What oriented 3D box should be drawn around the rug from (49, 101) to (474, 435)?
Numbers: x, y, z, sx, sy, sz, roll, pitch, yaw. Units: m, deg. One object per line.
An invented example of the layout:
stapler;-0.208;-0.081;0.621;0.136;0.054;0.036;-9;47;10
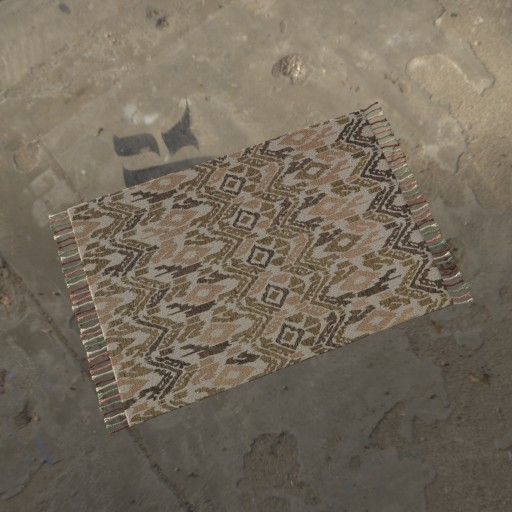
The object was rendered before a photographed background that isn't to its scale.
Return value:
rug;0.000;0.000;2.906;2.438;0.008;1.524;-20;78;-4
